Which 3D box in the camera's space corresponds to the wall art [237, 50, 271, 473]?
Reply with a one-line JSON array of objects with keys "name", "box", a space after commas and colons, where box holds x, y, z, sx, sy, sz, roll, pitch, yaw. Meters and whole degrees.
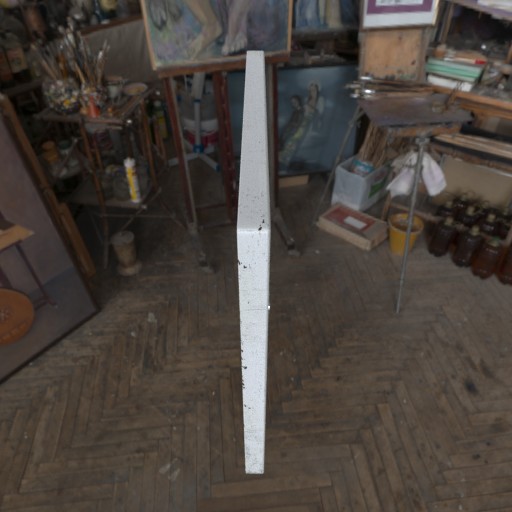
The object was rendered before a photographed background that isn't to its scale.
[{"name": "wall art", "box": [0.000, 0.000, 0.900, 0.040, 0.611, 0.610, 0, 41, 0]}]
